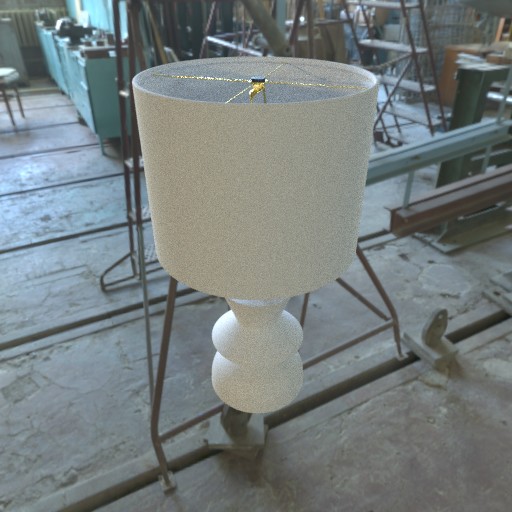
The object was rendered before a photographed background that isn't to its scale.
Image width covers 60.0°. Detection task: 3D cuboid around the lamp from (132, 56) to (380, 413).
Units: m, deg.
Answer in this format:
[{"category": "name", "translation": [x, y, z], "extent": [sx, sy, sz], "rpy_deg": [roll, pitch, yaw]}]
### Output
[{"category": "lamp", "translation": [0.000, 0.000, 0.694], "extent": [0.301, 0.533, 0.301], "rpy_deg": [9, 33, 14]}]
